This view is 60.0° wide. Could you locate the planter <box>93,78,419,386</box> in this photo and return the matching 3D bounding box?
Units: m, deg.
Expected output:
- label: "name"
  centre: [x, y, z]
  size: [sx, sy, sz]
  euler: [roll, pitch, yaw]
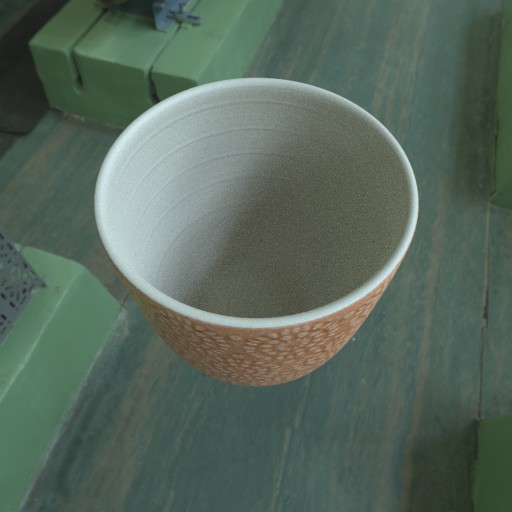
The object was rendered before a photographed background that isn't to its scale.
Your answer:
- label: "planter"
  centre: [0.000, 0.000, 0.367]
  size: [0.208, 0.190, 0.208]
  euler: [0, 58, 0]
